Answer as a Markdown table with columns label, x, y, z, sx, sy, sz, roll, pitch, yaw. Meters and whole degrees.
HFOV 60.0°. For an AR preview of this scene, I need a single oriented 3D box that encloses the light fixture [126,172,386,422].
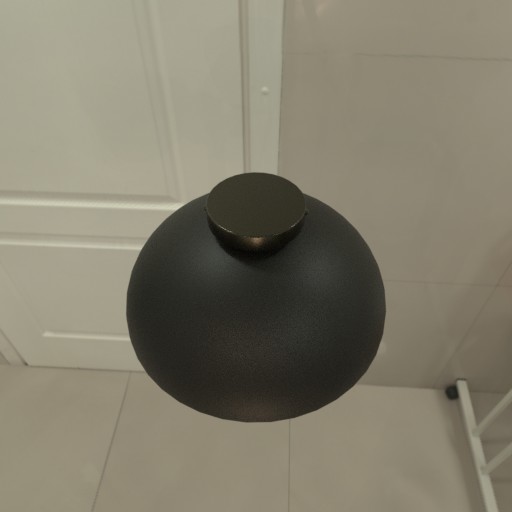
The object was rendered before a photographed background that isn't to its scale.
| label | x | y | z | sx | sy | sz | roll | pitch | yaw |
| --- | --- | --- | --- | --- | --- | --- | --- | --- | --- |
| light fixture | 0.000 | 0.000 | 0.561 | 0.355 | 0.177 | 0.355 | 0 | 47 | 0 |
